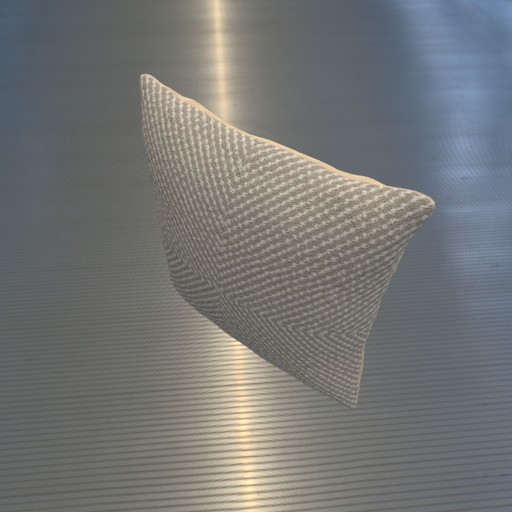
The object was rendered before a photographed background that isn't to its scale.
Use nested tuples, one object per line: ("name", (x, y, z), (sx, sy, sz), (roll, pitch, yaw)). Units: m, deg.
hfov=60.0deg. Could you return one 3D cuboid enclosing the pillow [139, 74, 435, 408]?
("pillow", (0.000, 0.000, 0.709), (0.459, 0.458, 0.181), (31, 54, 26))
